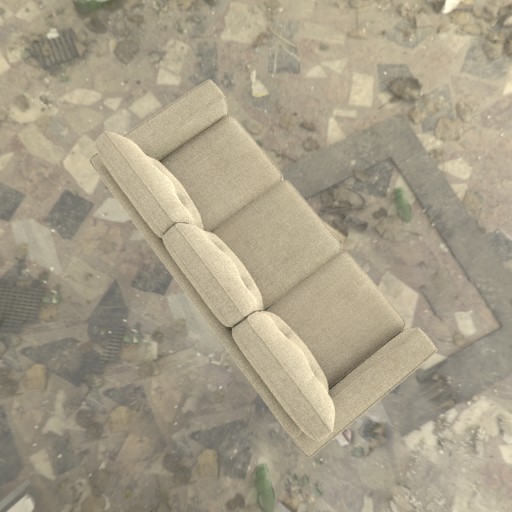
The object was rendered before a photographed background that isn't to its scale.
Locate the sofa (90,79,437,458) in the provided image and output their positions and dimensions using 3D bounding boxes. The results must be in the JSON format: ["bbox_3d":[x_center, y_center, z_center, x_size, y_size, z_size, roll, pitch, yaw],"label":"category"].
[{"bbox_3d":[0.000,0.000,2.700,0.939,0.965,2.133,-37,79,-8],"label":"sofa"}]
